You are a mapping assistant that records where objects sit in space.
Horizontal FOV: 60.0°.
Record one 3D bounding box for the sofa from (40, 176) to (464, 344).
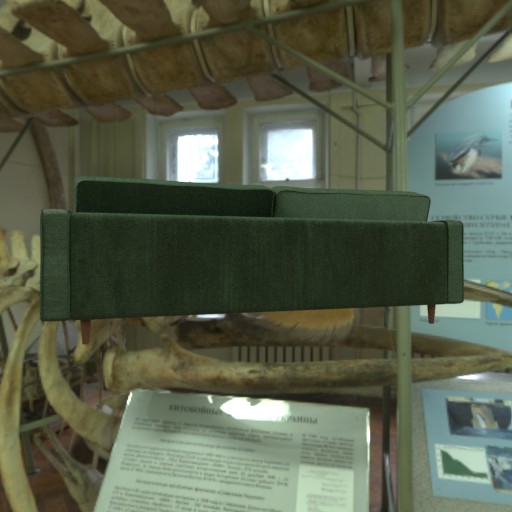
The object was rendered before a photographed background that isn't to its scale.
[{"bbox_3d":[0.000,0.000,2.606,2.199,0.769,0.918,0,0,-18],"label":"sofa"}]
